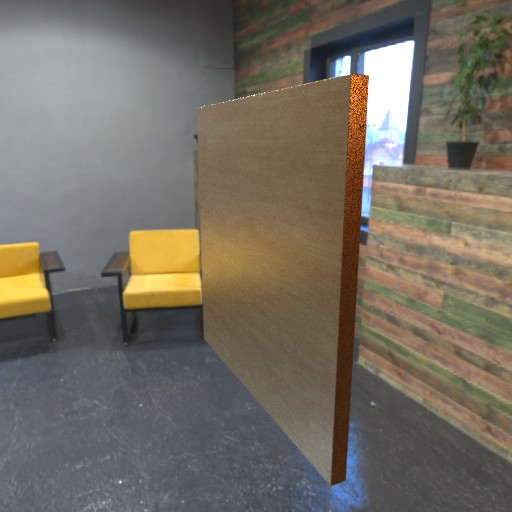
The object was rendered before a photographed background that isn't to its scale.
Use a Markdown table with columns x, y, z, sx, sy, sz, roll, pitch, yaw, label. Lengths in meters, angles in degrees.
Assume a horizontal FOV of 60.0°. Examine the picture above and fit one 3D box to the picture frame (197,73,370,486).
| x | y | z | sx | sy | sz | roll | pitch | yaw | label |
| --- | --- | --- | --- | --- | --- | --- | --- | --- | --- |
| 0.000 | 0.000 | 1.119 | 0.037 | 0.761 | 0.758 | -7 | 16 | -25 | picture frame |
